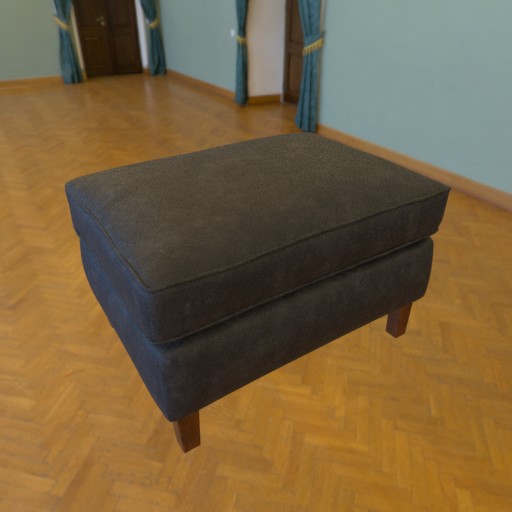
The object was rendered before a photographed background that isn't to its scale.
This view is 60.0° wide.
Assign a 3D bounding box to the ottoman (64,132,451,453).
[{"bbox_3d":[0.000,0.000,0.985,0.665,0.413,0.501,-19,36,-28],"label":"ottoman"}]
